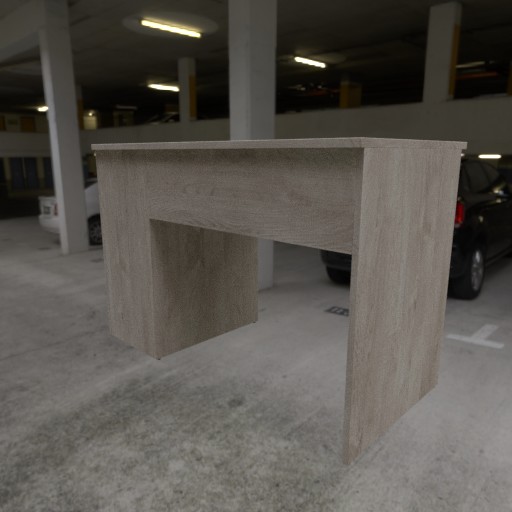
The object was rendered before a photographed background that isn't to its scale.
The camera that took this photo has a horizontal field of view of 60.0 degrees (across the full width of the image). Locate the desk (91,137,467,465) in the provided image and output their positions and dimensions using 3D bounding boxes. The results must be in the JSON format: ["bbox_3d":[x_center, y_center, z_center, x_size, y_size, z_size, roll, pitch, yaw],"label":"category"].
[{"bbox_3d":[0.000,0.000,1.494,1.097,0.735,0.560,12,18,42],"label":"desk"}]
